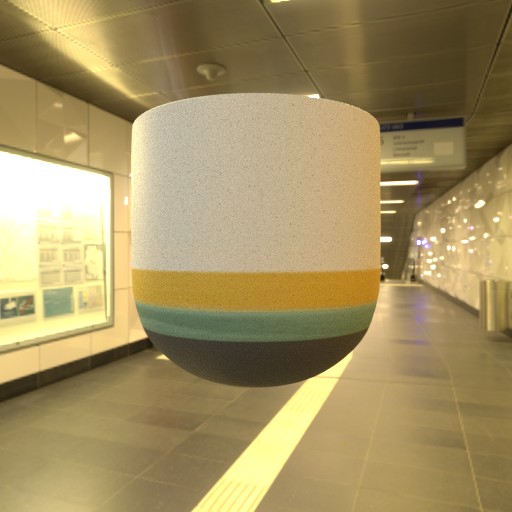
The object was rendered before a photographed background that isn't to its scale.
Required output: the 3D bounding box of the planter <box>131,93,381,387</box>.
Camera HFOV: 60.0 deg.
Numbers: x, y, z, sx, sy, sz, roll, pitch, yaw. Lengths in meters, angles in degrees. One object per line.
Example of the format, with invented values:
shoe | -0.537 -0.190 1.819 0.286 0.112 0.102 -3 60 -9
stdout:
planter | 0.000 0.000 0.495 0.268 0.270 0.268 0 1 0
